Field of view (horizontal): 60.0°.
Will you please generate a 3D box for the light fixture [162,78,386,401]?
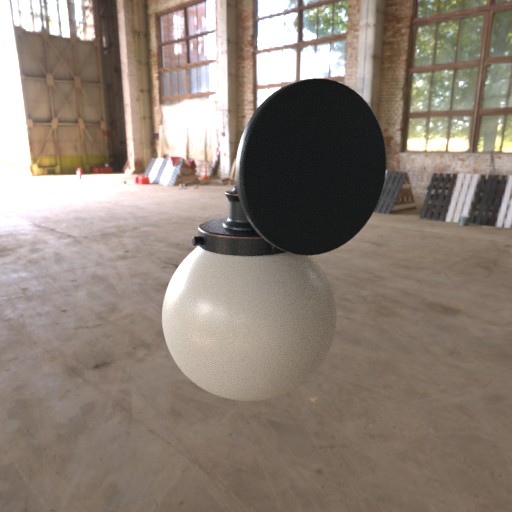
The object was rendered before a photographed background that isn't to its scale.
[{"bbox_3d":[0.000,0.000,0.476,0.197,0.332,0.230,-7,16,-25],"label":"light fixture"}]
